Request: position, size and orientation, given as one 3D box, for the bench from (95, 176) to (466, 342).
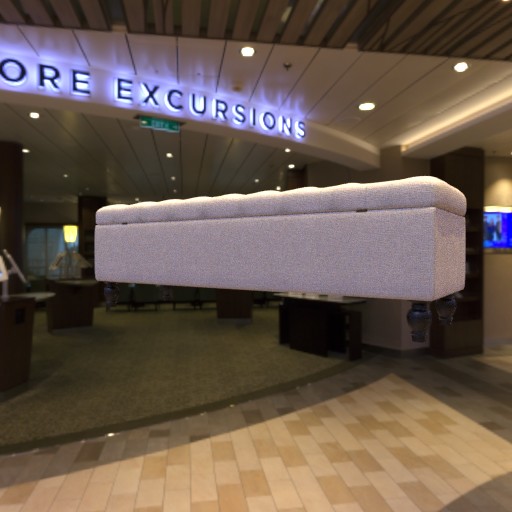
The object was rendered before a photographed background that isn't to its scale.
[{"bbox_3d":[0.000,0.000,1.770,1.480,0.467,0.455,0,1,35],"label":"bench"}]
